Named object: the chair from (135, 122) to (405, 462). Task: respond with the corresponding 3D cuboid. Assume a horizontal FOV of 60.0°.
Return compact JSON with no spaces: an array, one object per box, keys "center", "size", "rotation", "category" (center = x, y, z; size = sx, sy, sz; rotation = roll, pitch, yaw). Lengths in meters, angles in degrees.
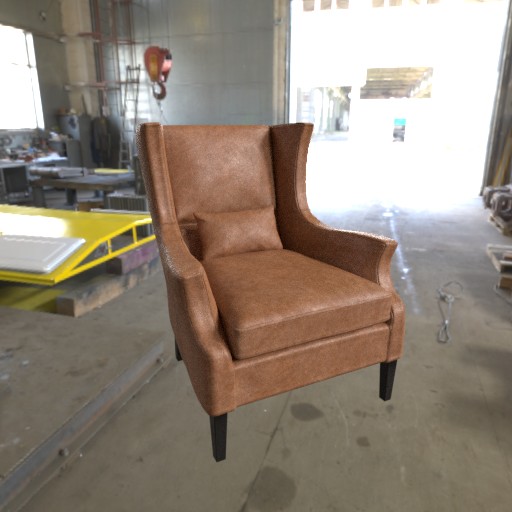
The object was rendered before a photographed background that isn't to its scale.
[{"center":[0.000,0.000,1.759],"size":[0.853,1.016,0.926],"rotation":[-8,19,-26],"category":"chair"}]
